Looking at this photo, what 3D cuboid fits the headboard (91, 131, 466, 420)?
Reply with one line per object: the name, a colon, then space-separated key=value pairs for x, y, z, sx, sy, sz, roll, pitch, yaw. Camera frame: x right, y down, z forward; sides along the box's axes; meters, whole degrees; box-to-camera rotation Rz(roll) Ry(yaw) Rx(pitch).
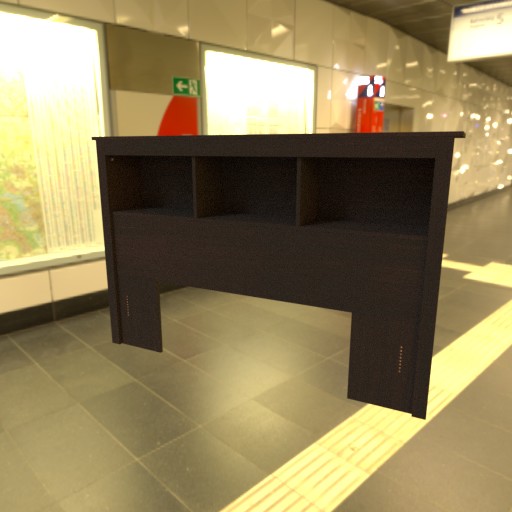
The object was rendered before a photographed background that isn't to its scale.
headboard: x=0.000 y=0.000 z=2.078 sx=1.671 sy=1.092 sz=0.279 roll=7 pitch=15 yaw=25
